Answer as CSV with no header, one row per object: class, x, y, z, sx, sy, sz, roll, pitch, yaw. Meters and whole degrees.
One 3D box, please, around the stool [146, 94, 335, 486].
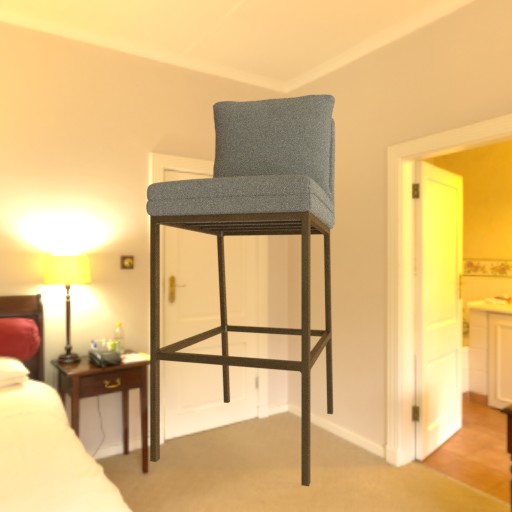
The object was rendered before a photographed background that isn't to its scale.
stool,0.000,0.000,1.411,0.463,1.132,0.569,0,0,18
